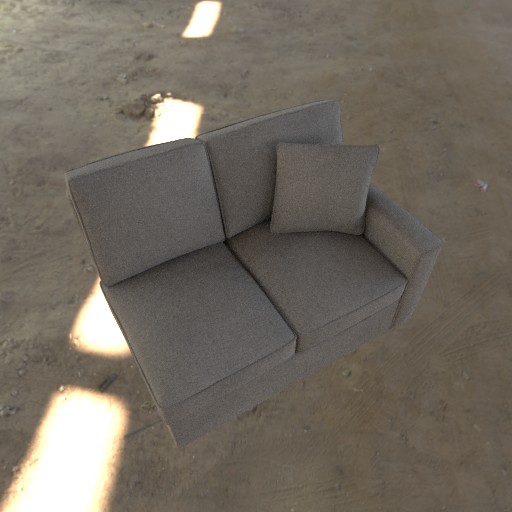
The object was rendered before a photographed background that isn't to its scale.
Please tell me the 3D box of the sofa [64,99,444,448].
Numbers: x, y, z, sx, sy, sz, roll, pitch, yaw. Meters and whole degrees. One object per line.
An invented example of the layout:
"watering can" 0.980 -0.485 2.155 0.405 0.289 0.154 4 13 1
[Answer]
"sofa" 0.000 0.000 2.100 1.388 0.989 0.991 -23 51 -20
